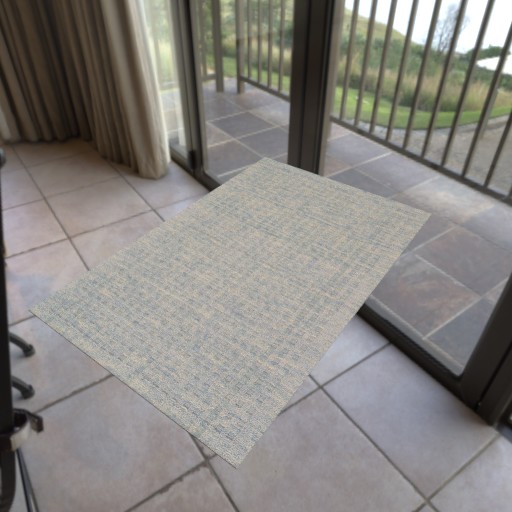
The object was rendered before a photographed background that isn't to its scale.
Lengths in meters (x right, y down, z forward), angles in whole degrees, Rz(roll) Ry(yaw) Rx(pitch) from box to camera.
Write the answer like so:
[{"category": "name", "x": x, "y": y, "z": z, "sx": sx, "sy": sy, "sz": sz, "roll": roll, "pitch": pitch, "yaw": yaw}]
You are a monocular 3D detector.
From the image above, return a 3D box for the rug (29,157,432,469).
[{"category": "rug", "x": 0.000, "y": 0.000, "z": 2.190, "sx": 1.142, "sy": 0.006, "sz": 1.752, "roll": 25, "pitch": 46, "yaw": 27}]
